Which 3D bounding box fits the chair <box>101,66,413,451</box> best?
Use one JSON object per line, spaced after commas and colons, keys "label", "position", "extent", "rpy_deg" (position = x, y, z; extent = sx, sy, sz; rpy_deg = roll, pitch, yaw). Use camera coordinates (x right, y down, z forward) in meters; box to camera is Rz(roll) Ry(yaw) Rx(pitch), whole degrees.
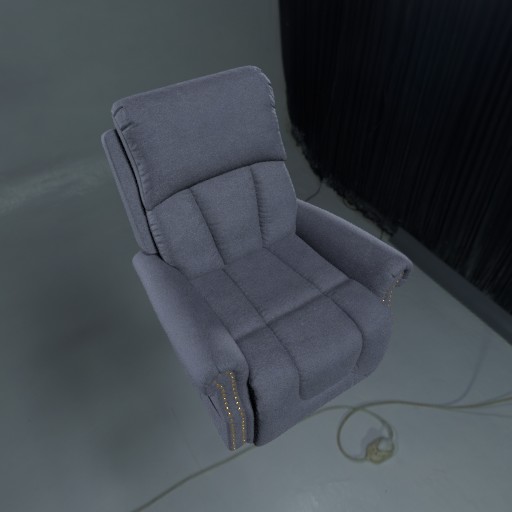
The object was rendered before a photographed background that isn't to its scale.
{"label": "chair", "position": [0.000, 0.000, 1.661], "extent": [0.871, 1.031, 0.979], "rpy_deg": [-25, 50, -23]}
